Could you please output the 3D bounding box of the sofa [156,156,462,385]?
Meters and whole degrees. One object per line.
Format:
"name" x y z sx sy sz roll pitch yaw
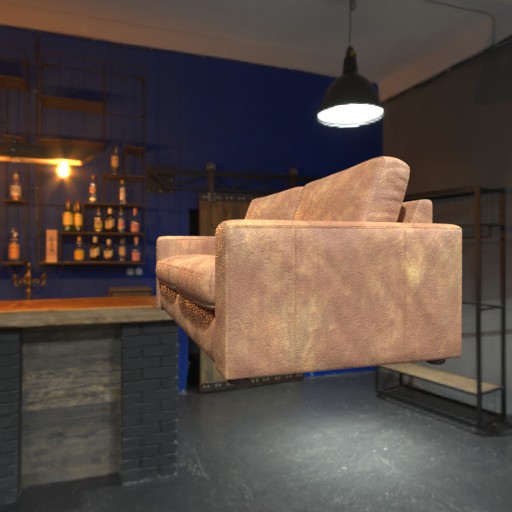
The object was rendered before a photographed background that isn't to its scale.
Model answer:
"sofa" 0.000 0.000 2.634 1.016 0.873 2.179 0 1 -19
